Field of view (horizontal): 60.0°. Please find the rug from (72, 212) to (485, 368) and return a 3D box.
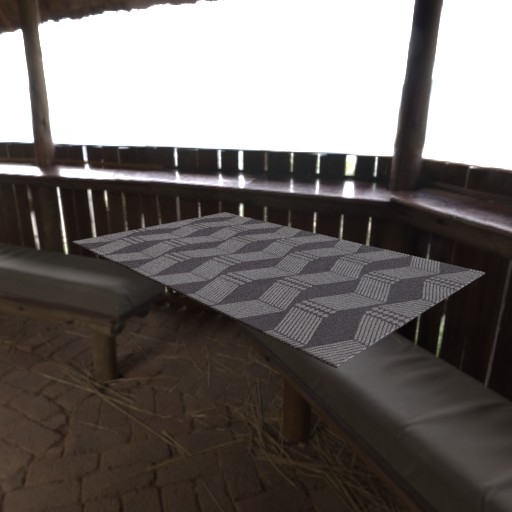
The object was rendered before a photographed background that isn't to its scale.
[{"bbox_3d":[0.000,0.000,3.019,1.517,0.011,2.435,-16,24,-42],"label":"rug"}]
